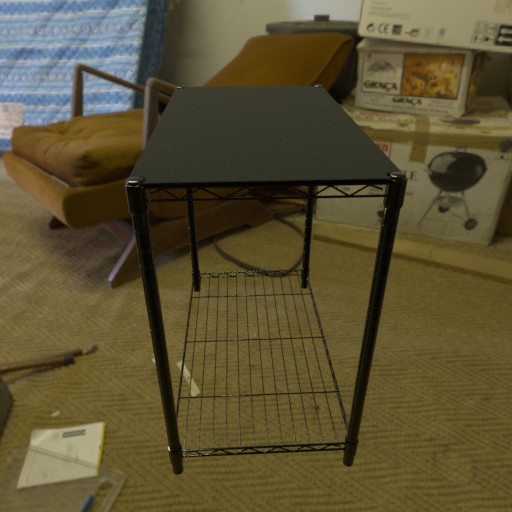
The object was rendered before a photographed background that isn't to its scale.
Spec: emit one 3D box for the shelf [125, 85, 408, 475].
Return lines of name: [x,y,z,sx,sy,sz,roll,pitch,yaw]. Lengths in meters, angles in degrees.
shelf: [0.000,0.000,0.913,0.338,0.564,0.589,-2,31,-3]
